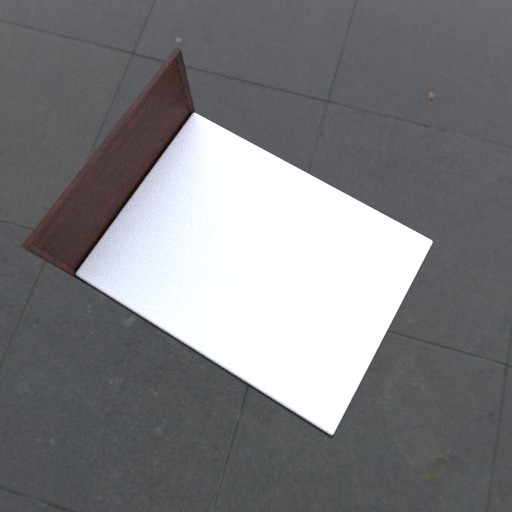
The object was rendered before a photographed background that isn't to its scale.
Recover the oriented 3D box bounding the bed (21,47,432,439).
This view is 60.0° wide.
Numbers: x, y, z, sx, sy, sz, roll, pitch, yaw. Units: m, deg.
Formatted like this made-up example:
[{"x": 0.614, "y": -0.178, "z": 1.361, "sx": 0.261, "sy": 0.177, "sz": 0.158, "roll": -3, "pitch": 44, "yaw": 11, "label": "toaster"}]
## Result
[{"x": 0.000, "y": 0.000, "z": 3.184, "sx": 2.184, "sy": 1.270, "sz": 1.600, "roll": 30, "pitch": 76, "yaw": 8, "label": "bed"}]
